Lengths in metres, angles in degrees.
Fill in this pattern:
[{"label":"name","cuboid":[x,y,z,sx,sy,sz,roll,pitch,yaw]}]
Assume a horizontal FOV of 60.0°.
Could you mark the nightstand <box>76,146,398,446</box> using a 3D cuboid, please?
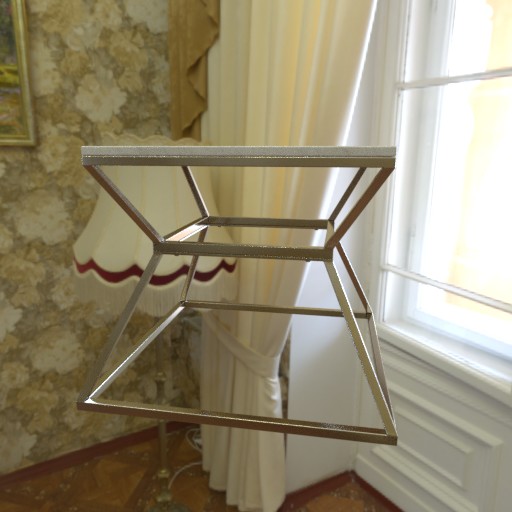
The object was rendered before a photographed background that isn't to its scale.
[{"label":"nightstand","cuboid":[0.000,0.000,0.887,0.513,0.426,0.514,2,14,10]}]
